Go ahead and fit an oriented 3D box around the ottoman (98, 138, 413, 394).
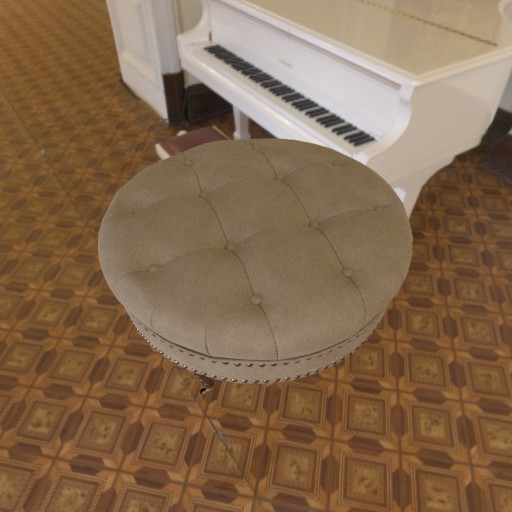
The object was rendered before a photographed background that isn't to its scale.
[{"bbox_3d":[0.000,0.000,1.406,0.901,0.439,0.901,0,45,0],"label":"ottoman"}]
